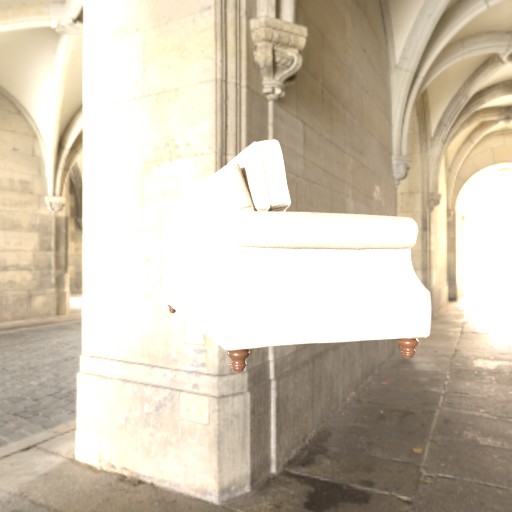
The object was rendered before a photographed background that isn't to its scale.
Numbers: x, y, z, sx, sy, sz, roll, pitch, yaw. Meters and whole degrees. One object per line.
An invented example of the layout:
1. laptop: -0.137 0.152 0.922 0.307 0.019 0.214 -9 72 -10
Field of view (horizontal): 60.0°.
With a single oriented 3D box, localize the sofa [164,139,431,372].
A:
1. sofa: 0.000 0.000 2.876 0.966 0.948 2.354 0 -1 -18
